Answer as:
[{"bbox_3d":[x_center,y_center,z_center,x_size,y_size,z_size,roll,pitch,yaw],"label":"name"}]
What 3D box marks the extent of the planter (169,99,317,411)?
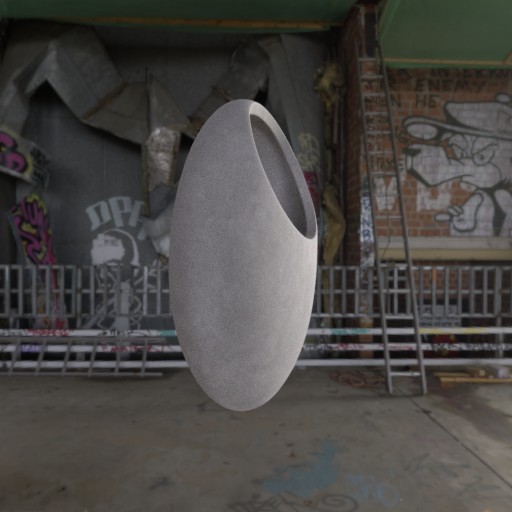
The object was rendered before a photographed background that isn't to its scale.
[{"bbox_3d":[0.000,0.000,0.283,0.071,0.188,0.185,0,1,18],"label":"planter"}]
